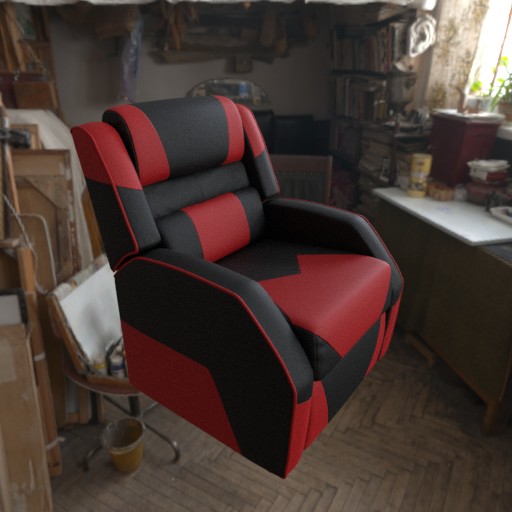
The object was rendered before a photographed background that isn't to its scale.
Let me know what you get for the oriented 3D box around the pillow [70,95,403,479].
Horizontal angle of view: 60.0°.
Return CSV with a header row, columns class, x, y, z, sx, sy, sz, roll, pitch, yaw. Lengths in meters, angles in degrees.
class,x,y,z,sx,sy,sz,roll,pitch,yaw
pillow,0.000,0.000,1.247,0.672,0.805,0.620,18,30,33
